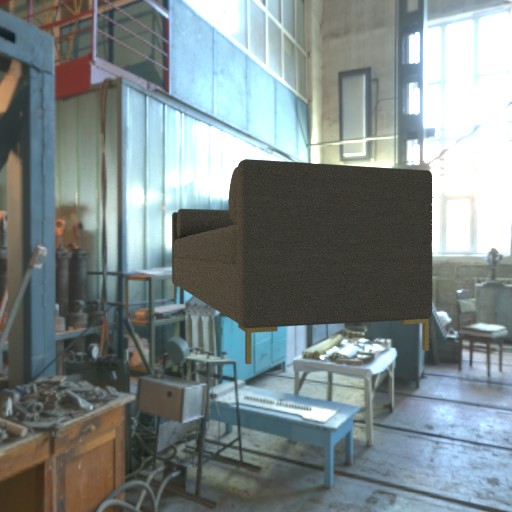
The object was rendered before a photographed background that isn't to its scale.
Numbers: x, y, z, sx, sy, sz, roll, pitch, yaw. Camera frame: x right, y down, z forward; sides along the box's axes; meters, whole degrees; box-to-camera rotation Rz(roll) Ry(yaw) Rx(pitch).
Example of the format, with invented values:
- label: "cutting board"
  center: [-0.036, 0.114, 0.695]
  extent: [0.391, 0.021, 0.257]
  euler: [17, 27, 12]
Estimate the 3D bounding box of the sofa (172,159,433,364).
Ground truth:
- label: "sofa"
  center: [0.000, 0.000, 2.370]
  extent: [0.686, 0.635, 1.981]
  euler: [0, 1, -17]
